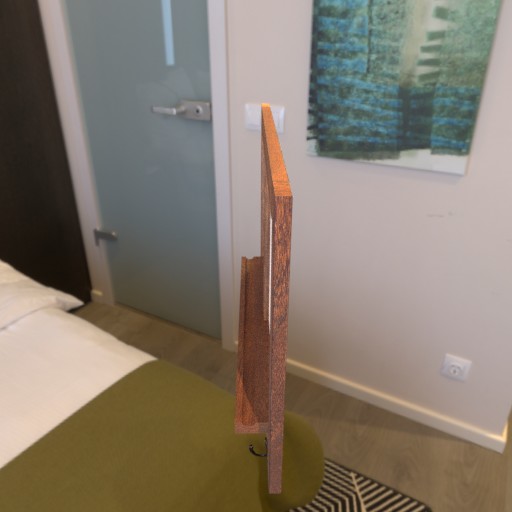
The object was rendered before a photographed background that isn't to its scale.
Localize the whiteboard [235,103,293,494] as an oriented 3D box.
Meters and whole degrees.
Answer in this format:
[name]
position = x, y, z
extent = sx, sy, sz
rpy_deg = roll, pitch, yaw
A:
[whiteboard]
position = 0.000, 0.000, 1.016
extent = 0.083, 0.559, 0.783
rpy_deg = 0, 27, -1
